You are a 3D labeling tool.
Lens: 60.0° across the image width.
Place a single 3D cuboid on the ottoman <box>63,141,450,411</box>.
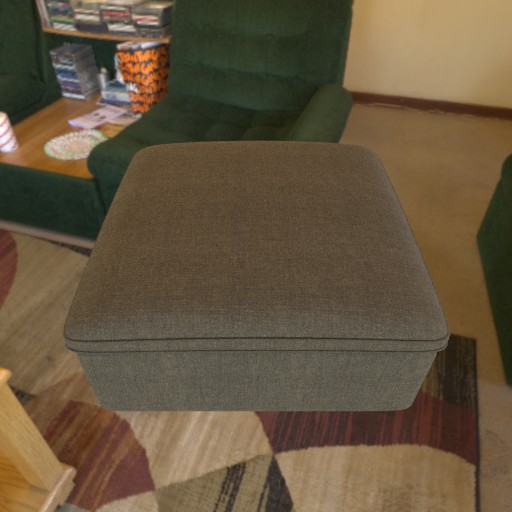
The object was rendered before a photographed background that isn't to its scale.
[{"bbox_3d":[0.000,0.000,1.669,1.067,0.559,1.067,0,42,0],"label":"ottoman"}]
